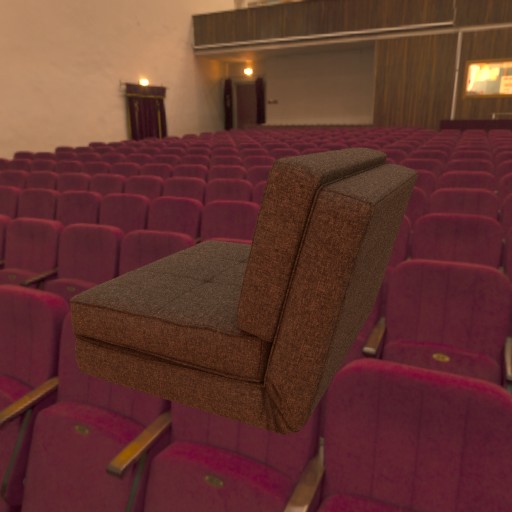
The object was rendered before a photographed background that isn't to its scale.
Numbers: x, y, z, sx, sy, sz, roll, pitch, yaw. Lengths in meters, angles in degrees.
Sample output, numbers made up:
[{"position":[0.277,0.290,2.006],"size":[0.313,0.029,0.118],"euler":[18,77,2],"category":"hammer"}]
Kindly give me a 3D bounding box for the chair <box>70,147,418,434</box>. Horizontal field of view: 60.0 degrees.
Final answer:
[{"position":[0.000,0.000,1.317],"size":[0.800,0.615,0.740],"euler":[7,18,25],"category":"chair"}]
